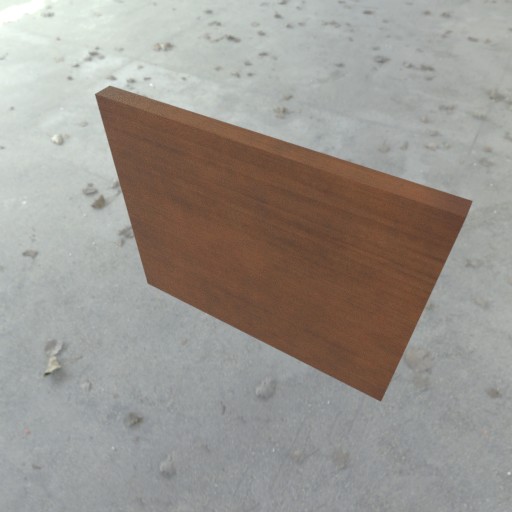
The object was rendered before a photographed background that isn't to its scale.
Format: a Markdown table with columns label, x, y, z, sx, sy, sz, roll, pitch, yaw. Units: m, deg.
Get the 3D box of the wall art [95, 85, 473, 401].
| label | x | y | z | sx | sy | sz | roll | pitch | yaw |
| --- | --- | --- | --- | --- | --- | --- | --- | --- | --- |
| wall art | 0.000 | 0.000 | 0.762 | 0.558 | 0.457 | 0.033 | 23 | 51 | 20 |
